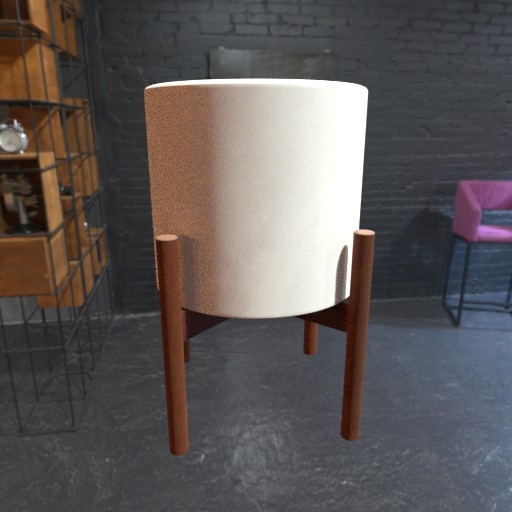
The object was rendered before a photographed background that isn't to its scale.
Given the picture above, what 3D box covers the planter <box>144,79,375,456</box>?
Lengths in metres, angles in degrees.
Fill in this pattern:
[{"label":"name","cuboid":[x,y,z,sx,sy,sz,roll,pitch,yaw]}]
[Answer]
[{"label":"planter","cuboid":[0.000,0.000,0.506,0.224,0.358,0.224,-2,17,-7]}]
